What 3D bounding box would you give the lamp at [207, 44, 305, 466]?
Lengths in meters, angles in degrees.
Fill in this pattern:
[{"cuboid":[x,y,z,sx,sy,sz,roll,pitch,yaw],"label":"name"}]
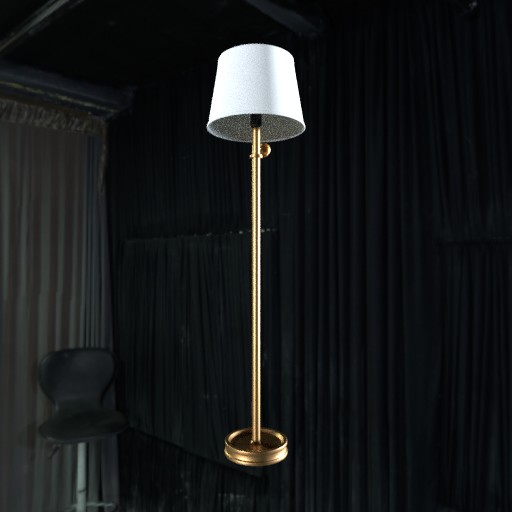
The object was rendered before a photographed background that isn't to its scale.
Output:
[{"cuboid":[0.000,0.000,0.808,0.178,0.710,0.178,0,-1,0],"label":"lamp"}]
